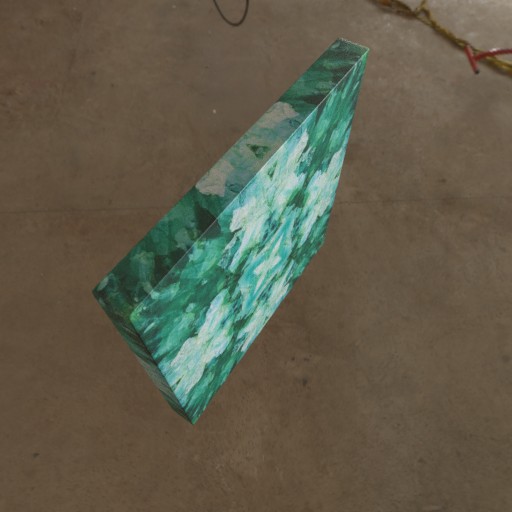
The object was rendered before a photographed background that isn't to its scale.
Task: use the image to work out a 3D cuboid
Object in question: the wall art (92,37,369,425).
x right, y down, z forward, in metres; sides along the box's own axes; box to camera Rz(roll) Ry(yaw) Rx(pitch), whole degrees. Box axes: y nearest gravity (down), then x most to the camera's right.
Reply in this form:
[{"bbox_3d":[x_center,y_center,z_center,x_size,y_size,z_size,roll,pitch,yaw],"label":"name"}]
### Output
[{"bbox_3d":[0.000,0.000,0.463,0.033,0.313,0.313,30,63,17],"label":"wall art"}]
